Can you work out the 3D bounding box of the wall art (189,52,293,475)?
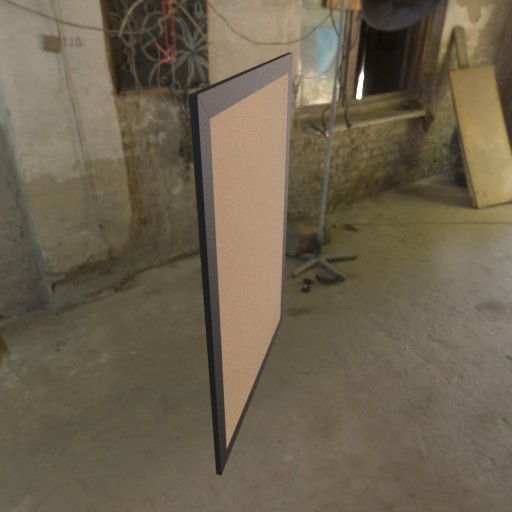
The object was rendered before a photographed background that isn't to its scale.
[{"bbox_3d":[0.000,0.000,0.673,0.008,0.530,0.379,9,31,14],"label":"wall art"}]
